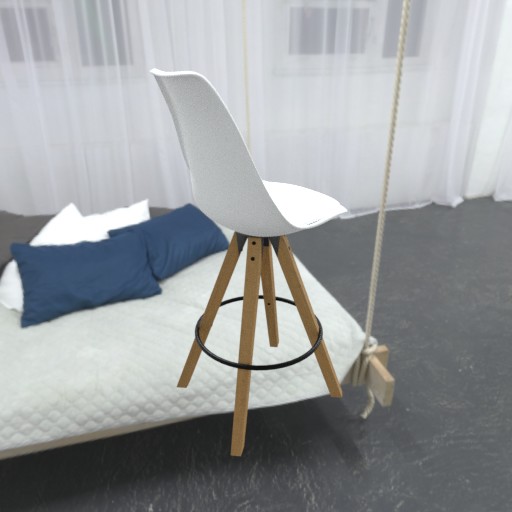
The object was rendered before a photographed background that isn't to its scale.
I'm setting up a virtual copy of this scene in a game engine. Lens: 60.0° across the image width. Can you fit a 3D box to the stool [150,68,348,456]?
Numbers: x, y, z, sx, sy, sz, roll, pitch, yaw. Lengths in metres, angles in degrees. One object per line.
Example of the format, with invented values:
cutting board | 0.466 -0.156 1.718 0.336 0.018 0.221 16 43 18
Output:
stool | 0.000 0.000 1.424 0.549 1.115 0.482 -17 30 -32
